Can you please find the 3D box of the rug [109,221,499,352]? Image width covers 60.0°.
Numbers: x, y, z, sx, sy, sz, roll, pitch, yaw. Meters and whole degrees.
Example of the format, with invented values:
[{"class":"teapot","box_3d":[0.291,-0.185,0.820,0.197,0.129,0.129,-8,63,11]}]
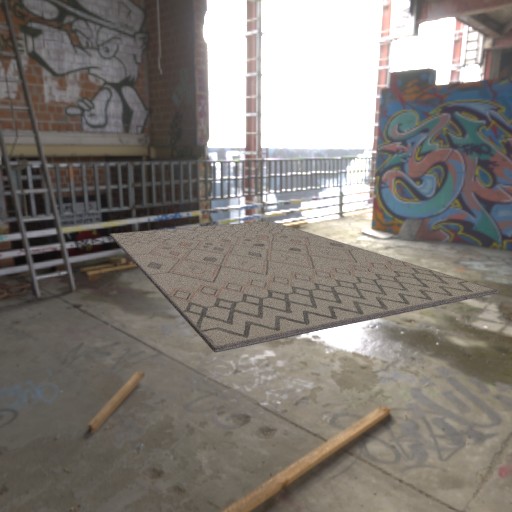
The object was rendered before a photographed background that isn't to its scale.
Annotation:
[{"class":"rug","box_3d":[0.000,0.000,2.954,1.524,0.015,2.438,-7,15,-25]}]
